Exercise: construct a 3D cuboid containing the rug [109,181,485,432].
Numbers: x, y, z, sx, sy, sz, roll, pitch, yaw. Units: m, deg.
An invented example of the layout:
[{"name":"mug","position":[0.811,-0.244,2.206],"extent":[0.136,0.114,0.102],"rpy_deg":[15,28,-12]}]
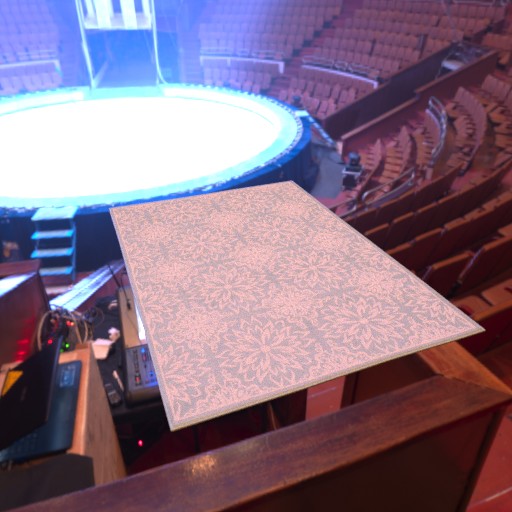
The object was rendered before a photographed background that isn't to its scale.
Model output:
[{"name":"rug","position":[0.000,0.000,2.834],"extent":[1.589,0.014,2.205],"rpy_deg":[-12,33,-19]}]
